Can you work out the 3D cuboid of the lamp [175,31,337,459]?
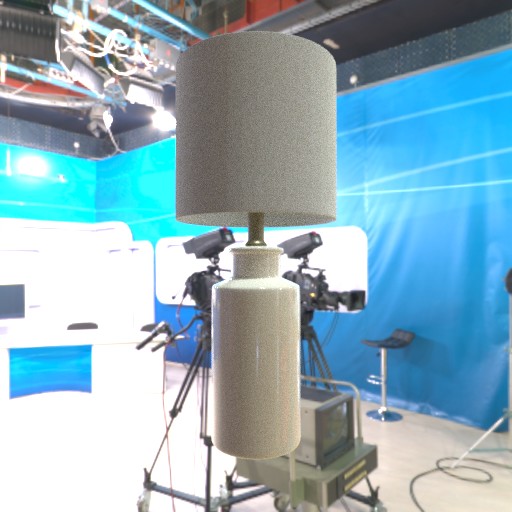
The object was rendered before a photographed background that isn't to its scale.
[{"bbox_3d":[0.000,0.000,0.590,0.212,0.493,0.212,0,-1,-1],"label":"lamp"}]
